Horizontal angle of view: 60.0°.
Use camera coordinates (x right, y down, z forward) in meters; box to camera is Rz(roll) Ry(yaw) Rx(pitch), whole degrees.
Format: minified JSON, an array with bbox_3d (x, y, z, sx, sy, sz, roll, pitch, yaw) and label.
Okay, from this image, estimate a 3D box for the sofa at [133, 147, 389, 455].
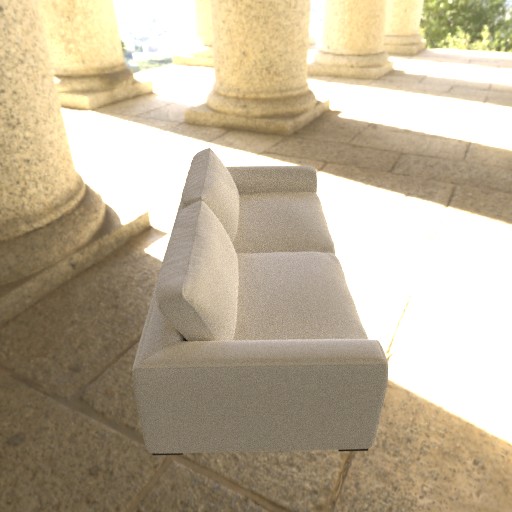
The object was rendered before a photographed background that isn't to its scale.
[{"bbox_3d":[0.000,0.000,2.776,1.070,0.801,2.262,-1,32,-1],"label":"sofa"}]
